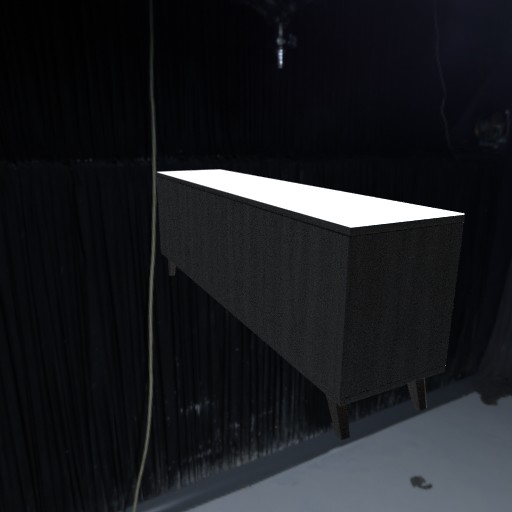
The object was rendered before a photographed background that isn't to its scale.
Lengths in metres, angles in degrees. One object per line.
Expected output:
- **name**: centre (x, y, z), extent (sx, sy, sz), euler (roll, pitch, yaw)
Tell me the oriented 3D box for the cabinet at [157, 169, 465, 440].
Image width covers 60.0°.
- **cabinet**: centre (0.000, 0.000, 2.467), extent (0.499, 0.779, 2.198), euler (-8, 17, -26)
